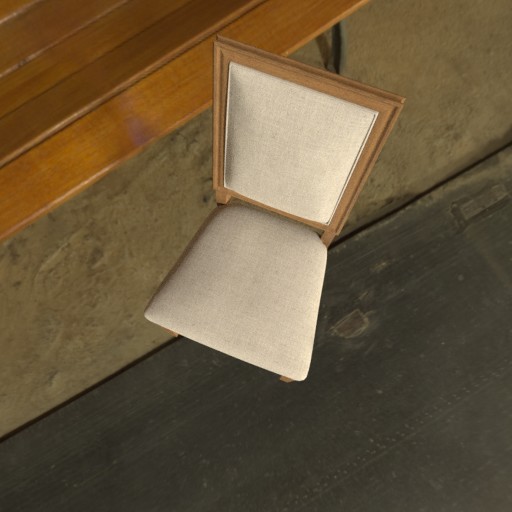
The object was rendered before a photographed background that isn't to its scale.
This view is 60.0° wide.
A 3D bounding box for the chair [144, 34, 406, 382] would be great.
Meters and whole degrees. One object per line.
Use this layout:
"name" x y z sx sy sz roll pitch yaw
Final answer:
"chair" 0.000 0.000 1.314 0.536 0.988 0.601 21 76 5
